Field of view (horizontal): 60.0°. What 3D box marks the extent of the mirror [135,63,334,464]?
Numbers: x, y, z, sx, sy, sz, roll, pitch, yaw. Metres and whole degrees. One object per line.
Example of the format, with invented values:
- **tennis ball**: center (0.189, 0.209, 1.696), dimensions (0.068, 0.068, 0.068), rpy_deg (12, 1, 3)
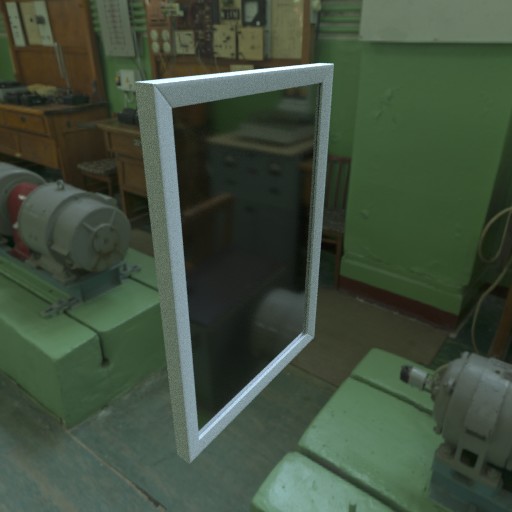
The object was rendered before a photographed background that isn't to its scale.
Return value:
- **mirror**: center (0.000, 0.000, 0.919), dimensions (0.040, 0.710, 0.507), rpy_deg (18, 32, 31)
